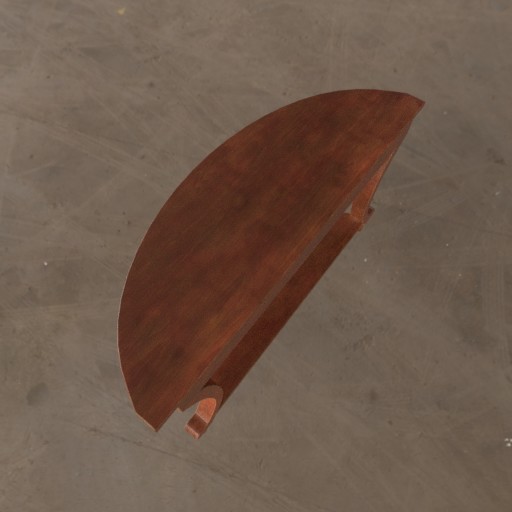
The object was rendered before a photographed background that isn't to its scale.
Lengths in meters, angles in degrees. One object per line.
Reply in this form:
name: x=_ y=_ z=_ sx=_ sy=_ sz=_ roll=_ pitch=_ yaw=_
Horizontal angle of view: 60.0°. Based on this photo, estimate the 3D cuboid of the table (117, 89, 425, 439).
table: x=0.000 y=0.000 z=1.508 sx=0.394 sy=0.699 sz=1.198 roll=34 pitch=68 yaw=16
